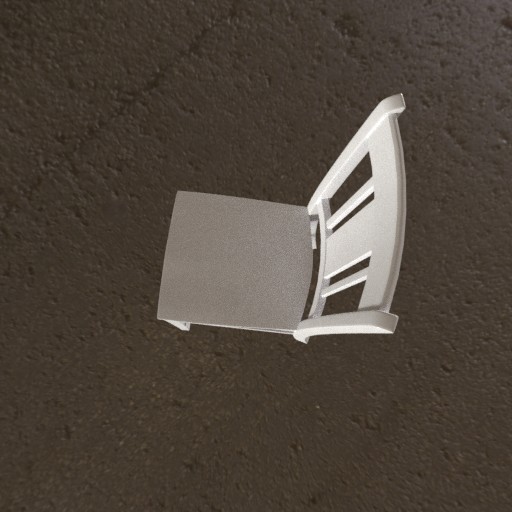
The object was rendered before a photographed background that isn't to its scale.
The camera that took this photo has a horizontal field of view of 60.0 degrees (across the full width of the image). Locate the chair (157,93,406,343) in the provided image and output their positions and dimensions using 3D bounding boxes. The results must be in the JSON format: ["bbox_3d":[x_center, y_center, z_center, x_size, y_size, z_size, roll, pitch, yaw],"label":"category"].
[{"bbox_3d":[0.000,0.000,1.275,0.555,0.998,0.450,6,77,1],"label":"chair"}]
